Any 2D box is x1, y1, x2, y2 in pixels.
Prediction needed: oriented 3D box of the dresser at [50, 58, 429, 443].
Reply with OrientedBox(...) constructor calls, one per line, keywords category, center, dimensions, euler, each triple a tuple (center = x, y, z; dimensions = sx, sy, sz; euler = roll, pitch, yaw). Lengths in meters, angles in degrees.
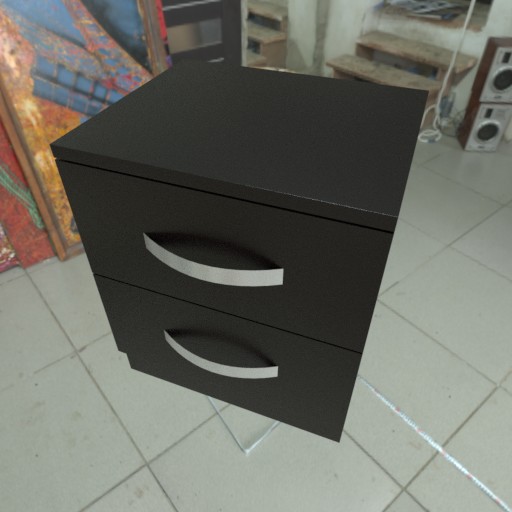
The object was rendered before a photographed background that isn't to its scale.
OrientedBox(category="dresser", center=(0.000, 0.000, 0.726), dimensions=(0.400, 0.470, 0.360), euler=(14, 43, 16))
